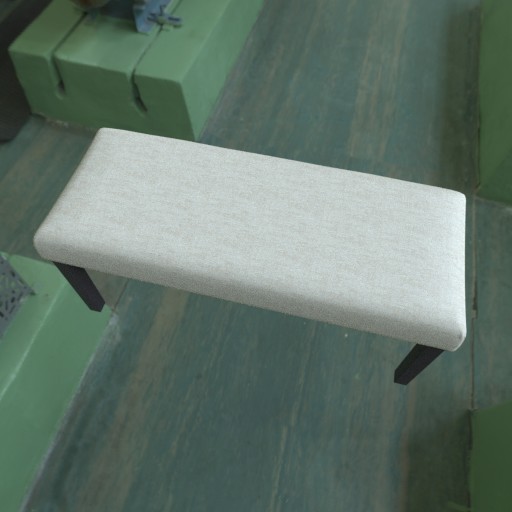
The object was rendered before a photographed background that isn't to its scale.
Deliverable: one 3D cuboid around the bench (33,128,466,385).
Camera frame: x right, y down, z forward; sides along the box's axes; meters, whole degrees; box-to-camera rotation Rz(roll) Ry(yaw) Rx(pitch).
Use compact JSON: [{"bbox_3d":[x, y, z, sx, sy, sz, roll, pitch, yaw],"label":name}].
[{"bbox_3d":[0.000,0.000,1.243,1.013,0.456,0.407,12,59,7],"label":"bench"}]
